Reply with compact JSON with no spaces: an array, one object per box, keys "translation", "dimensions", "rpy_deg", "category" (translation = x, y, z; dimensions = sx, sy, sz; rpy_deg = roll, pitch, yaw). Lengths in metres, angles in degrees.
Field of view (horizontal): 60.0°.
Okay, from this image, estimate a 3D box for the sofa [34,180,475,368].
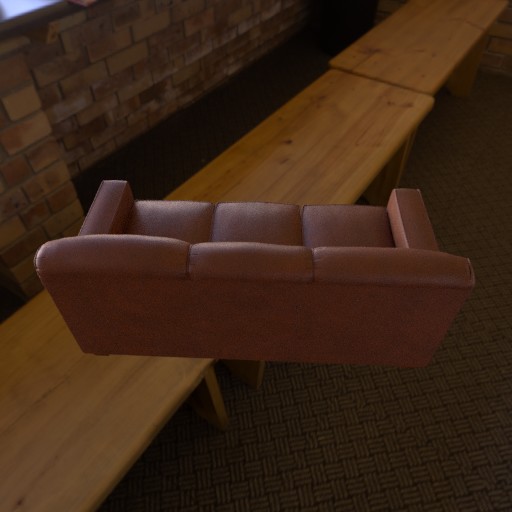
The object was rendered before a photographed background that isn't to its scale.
[{"translation":[0.000,0.000,2.612],"dimensions":[2.039,0.953,1.008],"rpy_deg":[2,48,2],"category":"sofa"}]
